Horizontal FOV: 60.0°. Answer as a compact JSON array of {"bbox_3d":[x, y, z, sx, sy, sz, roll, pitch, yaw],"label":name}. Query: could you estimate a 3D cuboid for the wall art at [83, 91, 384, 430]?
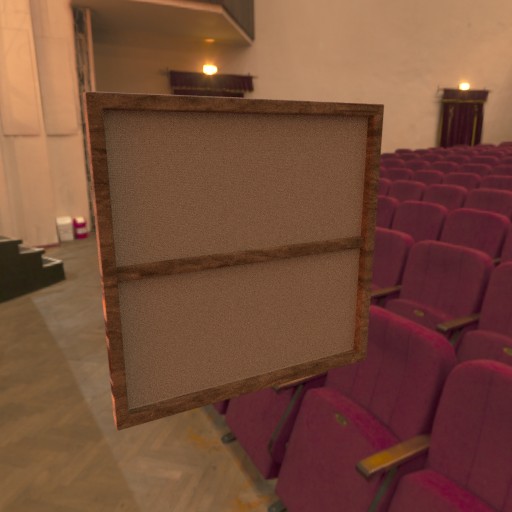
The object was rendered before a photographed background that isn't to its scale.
[{"bbox_3d":[0.000,0.000,1.116,0.747,0.747,0.035,-8,17,-26],"label":"wall art"}]
